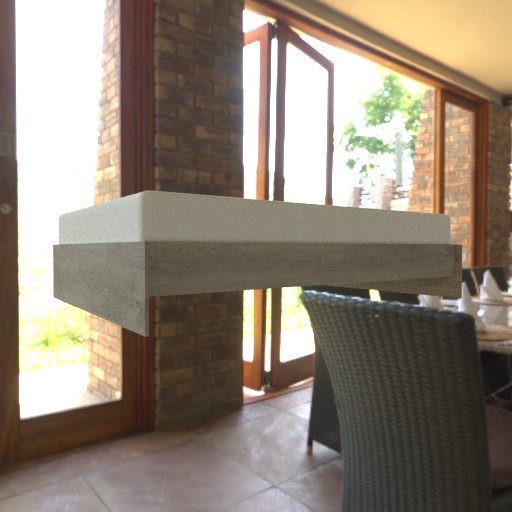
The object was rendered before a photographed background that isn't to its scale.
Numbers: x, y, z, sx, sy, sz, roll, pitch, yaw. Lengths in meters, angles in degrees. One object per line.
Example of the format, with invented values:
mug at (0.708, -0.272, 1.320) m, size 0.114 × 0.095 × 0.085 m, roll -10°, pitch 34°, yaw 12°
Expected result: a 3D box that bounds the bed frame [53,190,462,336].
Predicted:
bed frame at (0.000, 0.000, 2.624) m, size 1.945 × 0.497 × 1.445 m, roll -1°, pitch 1°, yaw -36°
